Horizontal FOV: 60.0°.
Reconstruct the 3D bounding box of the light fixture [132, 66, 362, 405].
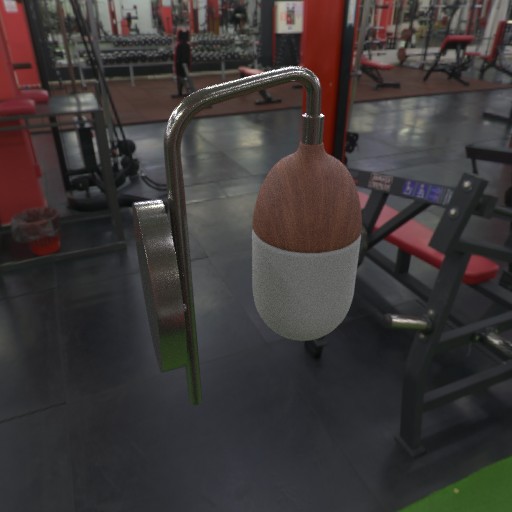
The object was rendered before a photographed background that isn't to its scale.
[{"bbox_3d":[0.000,0.000,0.436,0.216,0.343,0.108,-11,31,-18],"label":"light fixture"}]
